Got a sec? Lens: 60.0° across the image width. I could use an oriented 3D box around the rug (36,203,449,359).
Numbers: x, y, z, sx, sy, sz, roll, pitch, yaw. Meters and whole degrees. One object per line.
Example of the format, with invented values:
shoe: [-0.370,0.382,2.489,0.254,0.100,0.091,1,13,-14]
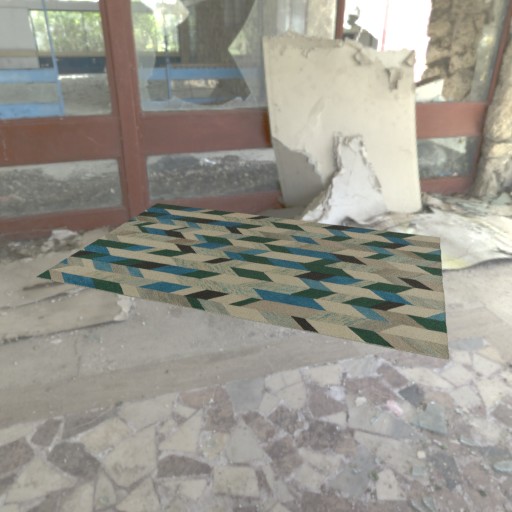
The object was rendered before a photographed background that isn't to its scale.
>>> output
rug: [0.000,0.000,3.067,2.433,0.007,1.507,9,27,17]
